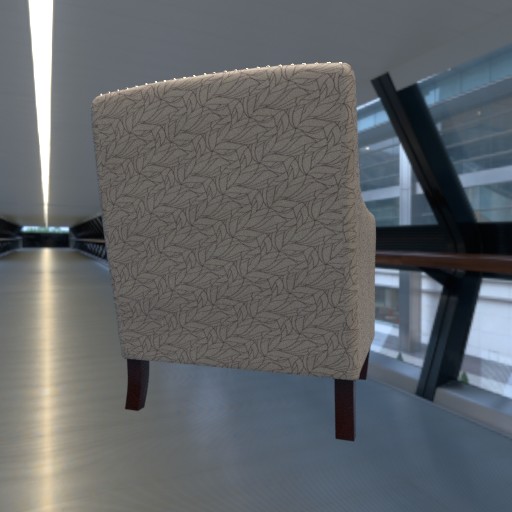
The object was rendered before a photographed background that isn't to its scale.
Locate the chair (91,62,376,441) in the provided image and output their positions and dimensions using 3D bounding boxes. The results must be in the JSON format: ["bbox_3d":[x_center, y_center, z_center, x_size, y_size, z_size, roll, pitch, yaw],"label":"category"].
[{"bbox_3d":[0.000,0.000,1.269,0.623,0.816,0.651,0,1,19],"label":"chair"}]
